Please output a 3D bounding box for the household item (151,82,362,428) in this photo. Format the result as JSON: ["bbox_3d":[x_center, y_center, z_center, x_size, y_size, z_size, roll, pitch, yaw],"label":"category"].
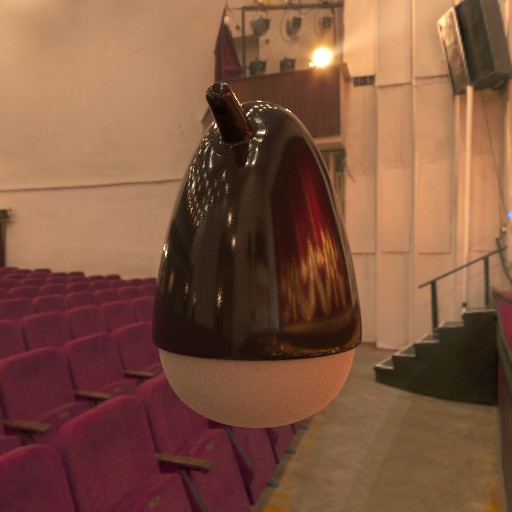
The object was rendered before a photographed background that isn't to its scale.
[{"bbox_3d":[0.000,0.000,0.220,0.102,0.152,0.104,0,-1,18],"label":"household item"}]
